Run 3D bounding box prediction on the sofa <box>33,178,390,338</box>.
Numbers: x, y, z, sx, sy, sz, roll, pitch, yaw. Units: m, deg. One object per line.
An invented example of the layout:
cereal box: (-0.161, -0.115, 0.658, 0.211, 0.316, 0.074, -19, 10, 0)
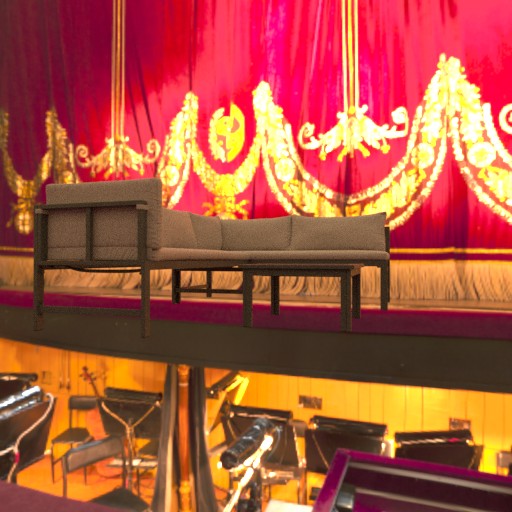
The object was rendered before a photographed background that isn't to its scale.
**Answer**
sofa: (0.000, 0.000, 2.942, 1.658, 0.758, 2.096, 0, 0, 18)
